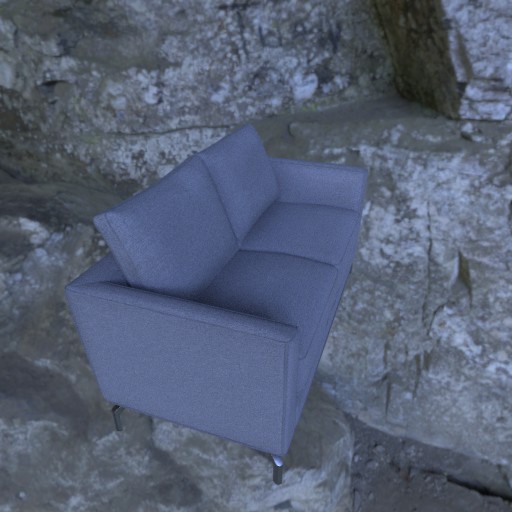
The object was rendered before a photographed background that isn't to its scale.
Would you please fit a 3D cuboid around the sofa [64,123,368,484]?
[{"bbox_3d":[0.000,0.000,2.100,0.803,0.924,1.594,10,31,17],"label":"sofa"}]
